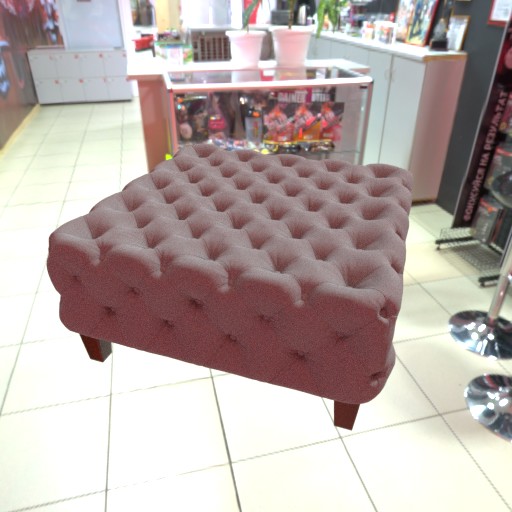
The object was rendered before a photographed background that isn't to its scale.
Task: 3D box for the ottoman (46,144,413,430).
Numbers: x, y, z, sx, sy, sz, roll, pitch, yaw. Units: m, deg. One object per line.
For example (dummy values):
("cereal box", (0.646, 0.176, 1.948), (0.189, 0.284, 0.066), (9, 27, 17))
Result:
("ottoman", (0.000, 0.000, 1.434), (0.917, 0.439, 0.911), (10, 32, 16))
